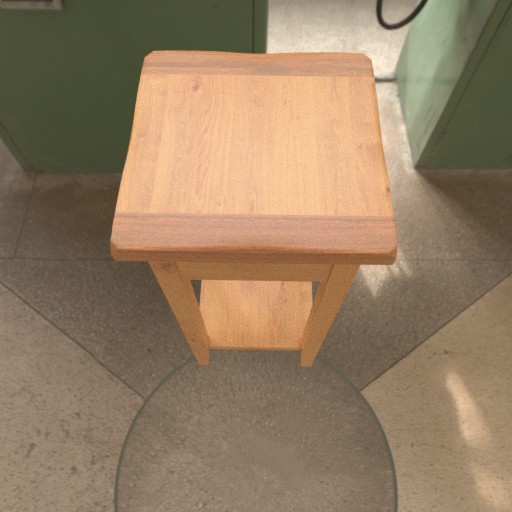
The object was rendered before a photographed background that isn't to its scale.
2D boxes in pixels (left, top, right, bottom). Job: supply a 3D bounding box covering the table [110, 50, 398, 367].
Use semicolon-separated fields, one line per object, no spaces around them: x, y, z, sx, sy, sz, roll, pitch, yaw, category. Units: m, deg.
0.000;0.000;0.957;0.360;0.740;0.360;1;63;0;table
